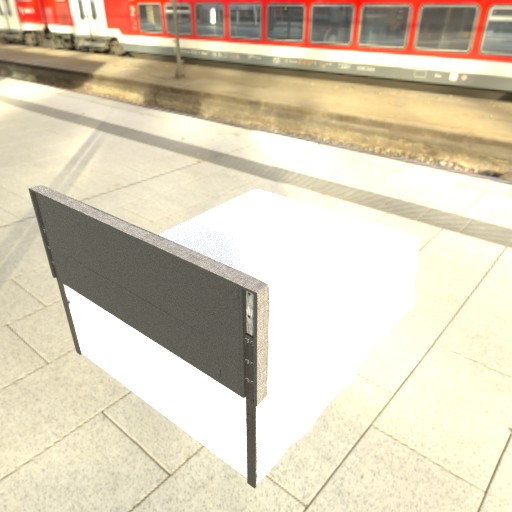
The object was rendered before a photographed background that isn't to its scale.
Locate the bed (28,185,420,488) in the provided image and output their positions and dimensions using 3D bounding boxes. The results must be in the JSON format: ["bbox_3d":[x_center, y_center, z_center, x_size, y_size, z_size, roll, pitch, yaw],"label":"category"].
[{"bbox_3d":[0.000,0.000,2.915,1.621,1.168,1.958,22,37,33],"label":"bed"}]
